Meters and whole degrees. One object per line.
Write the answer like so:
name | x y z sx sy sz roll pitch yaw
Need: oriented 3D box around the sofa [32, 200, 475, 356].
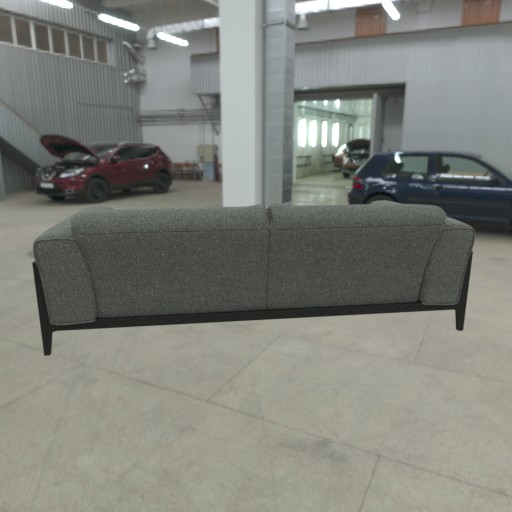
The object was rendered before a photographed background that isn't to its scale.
sofa | 0.000 0.000 2.532 2.125 0.703 0.985 -2 14 -8
